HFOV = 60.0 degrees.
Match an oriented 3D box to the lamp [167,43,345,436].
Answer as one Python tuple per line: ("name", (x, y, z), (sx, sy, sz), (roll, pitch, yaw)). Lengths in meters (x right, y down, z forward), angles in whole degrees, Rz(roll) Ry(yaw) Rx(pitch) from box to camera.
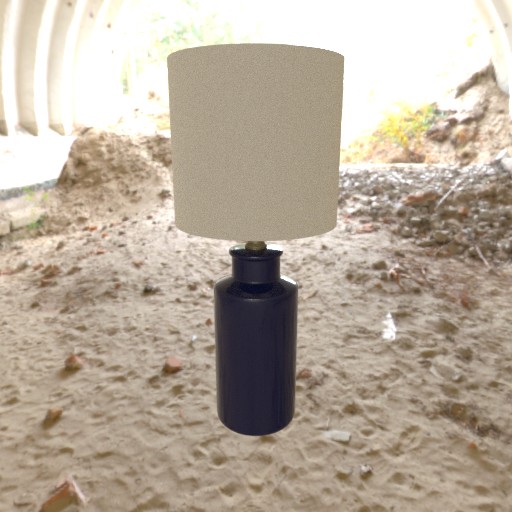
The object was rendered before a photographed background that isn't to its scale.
("lamp", (0.000, 0.000, 0.603), (0.212, 0.493, 0.212), (-9, 18, -28))
